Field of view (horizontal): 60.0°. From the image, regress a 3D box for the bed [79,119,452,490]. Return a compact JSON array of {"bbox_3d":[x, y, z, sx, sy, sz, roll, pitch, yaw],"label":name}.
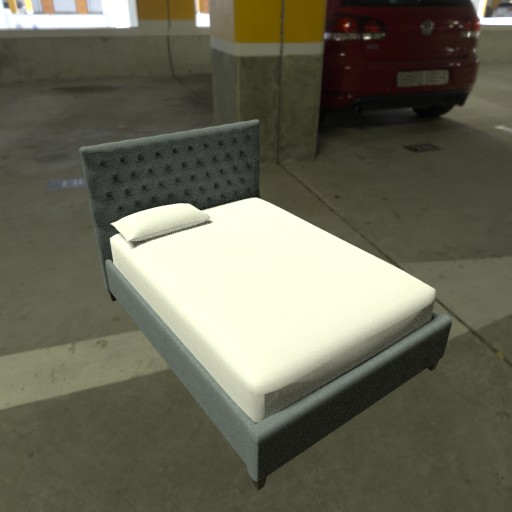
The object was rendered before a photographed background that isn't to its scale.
[{"bbox_3d":[0.000,0.000,3.328,1.698,1.411,2.335,-19,35,-31],"label":"bed"}]
